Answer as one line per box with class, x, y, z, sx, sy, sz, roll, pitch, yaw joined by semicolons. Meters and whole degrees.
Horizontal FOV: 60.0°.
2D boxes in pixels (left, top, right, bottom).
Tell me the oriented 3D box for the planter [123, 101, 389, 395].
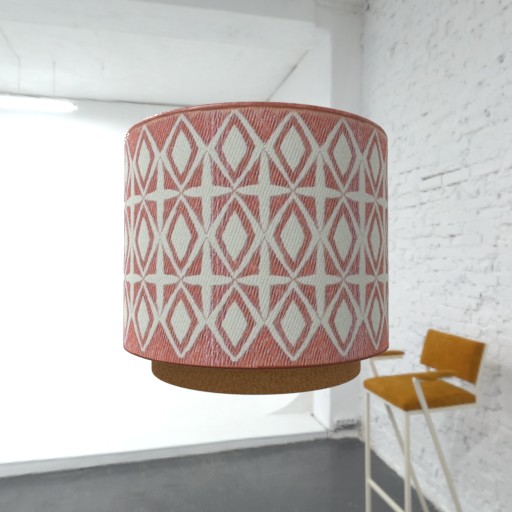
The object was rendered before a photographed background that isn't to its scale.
planter;0.000;0.000;0.478;0.273;0.237;0.273;0;-1;0
